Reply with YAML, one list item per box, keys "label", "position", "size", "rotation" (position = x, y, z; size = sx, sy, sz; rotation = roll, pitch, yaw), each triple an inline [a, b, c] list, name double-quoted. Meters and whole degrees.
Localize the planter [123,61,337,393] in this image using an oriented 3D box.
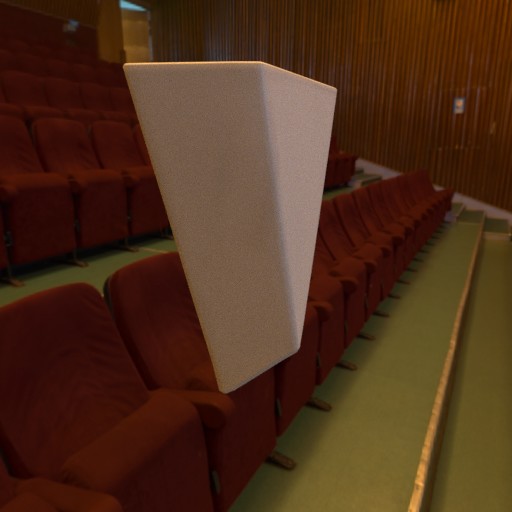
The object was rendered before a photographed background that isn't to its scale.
- label: "planter"
  position: [0.000, 0.000, 0.267]
  size: [0.060, 0.197, 0.150]
  rotation: [7, 16, 27]
